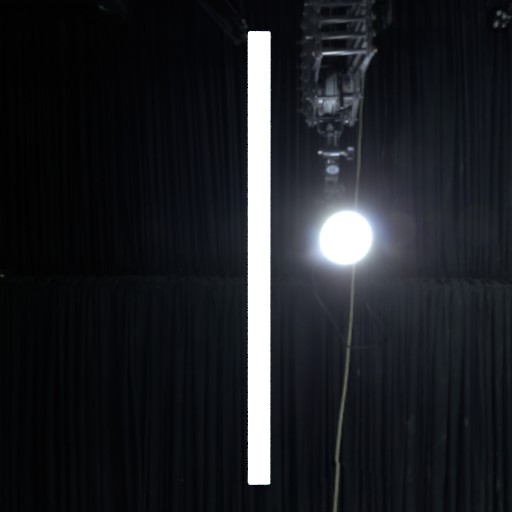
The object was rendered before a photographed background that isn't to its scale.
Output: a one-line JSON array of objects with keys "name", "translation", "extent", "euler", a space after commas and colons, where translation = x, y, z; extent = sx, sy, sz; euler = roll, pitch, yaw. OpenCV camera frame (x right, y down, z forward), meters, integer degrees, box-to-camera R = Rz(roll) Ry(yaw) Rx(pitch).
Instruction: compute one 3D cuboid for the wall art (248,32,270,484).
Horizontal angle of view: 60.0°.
[{"name": "wall art", "translation": [0.000, 0.000, 1.490], "extent": [0.049, 1.009, 1.009], "euler": [0, 1, -1]}]
